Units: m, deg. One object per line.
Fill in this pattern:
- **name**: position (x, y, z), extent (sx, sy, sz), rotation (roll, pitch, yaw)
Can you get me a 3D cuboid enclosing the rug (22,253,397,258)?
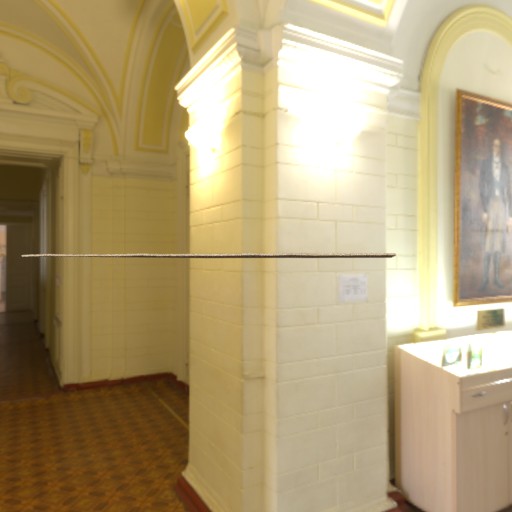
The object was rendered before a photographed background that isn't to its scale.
- **rug**: position (0.000, 0.000, 3.306), extent (1.964, 0.025, 2.455), rotation (0, -1, 16)
